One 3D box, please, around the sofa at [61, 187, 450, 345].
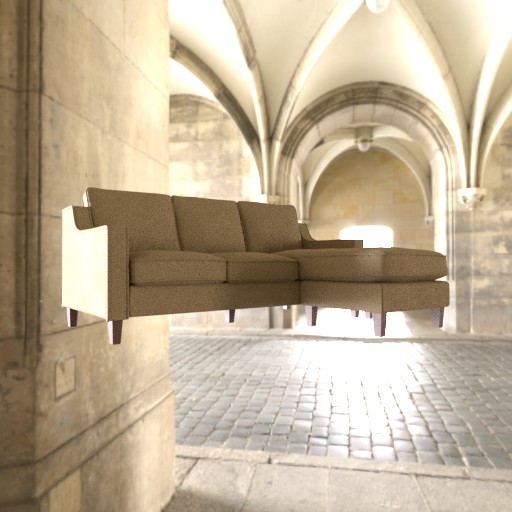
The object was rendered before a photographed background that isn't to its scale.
[{"bbox_3d":[0.000,0.000,3.332,2.317,1.066,1.858,1,-1,-37],"label":"sofa"}]
